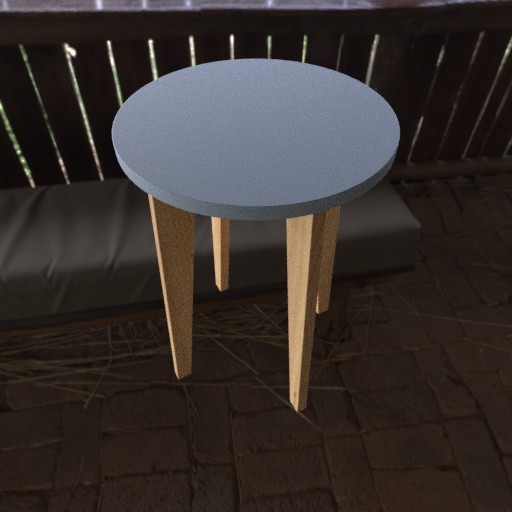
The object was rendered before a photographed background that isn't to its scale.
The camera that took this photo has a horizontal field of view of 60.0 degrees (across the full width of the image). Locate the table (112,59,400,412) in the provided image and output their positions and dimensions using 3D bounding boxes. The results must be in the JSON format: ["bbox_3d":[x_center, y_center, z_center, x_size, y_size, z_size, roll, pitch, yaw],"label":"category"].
[{"bbox_3d":[0.000,0.000,0.731,0.350,0.500,0.350,0,46,0],"label":"table"}]
